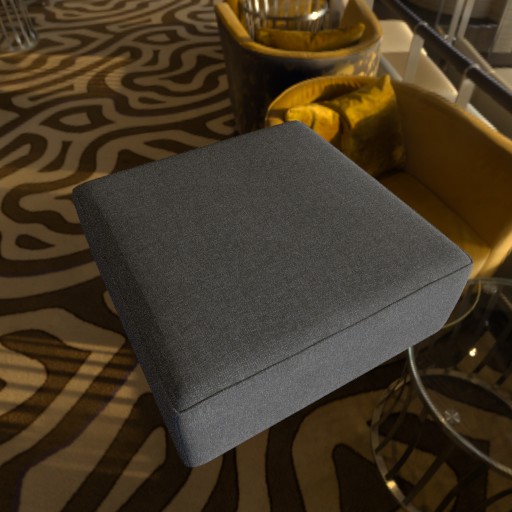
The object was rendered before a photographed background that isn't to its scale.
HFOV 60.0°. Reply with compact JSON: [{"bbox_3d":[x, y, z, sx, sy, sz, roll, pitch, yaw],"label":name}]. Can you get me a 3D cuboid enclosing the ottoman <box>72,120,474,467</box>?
[{"bbox_3d":[0.000,0.000,1.570,1.000,0.439,1.000,-22,50,-20],"label":"ottoman"}]
